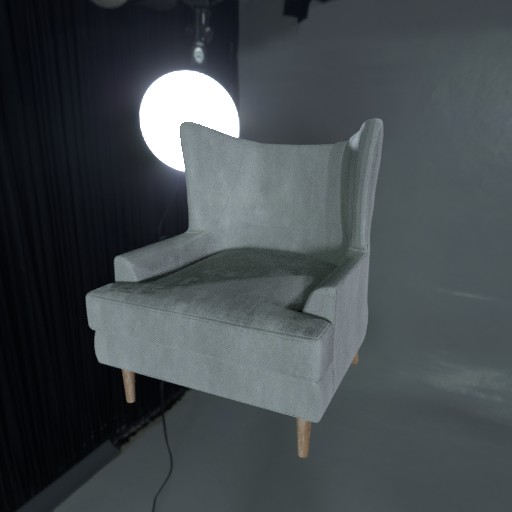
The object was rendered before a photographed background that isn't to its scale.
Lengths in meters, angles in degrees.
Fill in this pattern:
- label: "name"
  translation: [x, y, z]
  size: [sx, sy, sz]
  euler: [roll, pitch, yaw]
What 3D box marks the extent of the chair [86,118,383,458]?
- label: "chair"
  translation: [0.000, 0.000, 1.598]
  size: [0.784, 0.950, 0.906]
  euler: [7, 17, 24]
